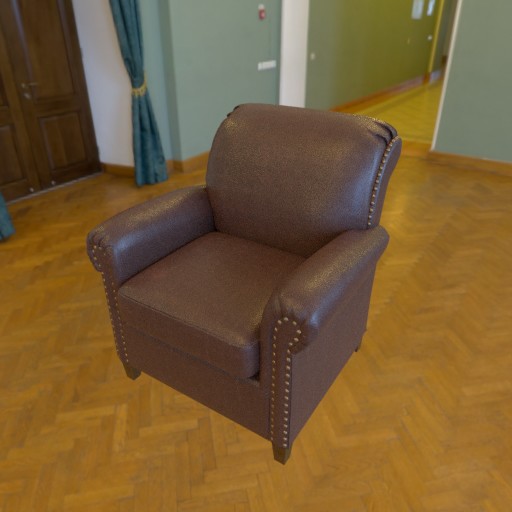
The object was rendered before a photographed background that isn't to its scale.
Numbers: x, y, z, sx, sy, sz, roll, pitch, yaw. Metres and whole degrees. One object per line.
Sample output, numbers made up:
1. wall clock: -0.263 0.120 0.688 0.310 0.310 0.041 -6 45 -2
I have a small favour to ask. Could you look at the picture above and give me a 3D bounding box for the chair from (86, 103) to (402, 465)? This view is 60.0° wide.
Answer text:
1. chair: 0.000 0.000 1.599 0.854 0.927 0.890 18 34 28
